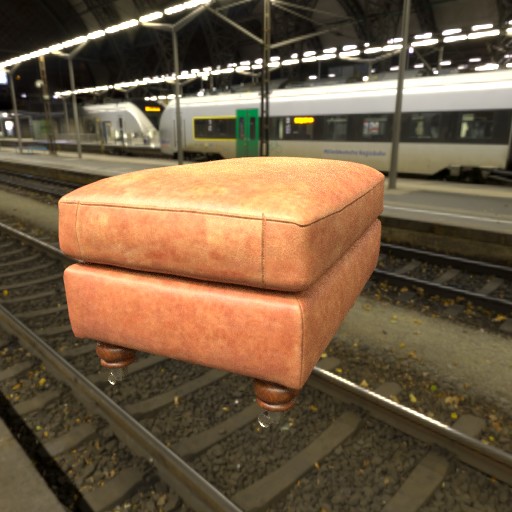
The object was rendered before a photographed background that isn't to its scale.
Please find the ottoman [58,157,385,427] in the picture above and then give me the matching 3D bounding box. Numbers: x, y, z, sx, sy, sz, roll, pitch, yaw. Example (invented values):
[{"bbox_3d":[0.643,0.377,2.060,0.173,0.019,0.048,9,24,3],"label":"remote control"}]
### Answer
[{"bbox_3d":[0.000,0.000,1.197,0.565,0.507,0.852,7,17,23],"label":"ottoman"}]
